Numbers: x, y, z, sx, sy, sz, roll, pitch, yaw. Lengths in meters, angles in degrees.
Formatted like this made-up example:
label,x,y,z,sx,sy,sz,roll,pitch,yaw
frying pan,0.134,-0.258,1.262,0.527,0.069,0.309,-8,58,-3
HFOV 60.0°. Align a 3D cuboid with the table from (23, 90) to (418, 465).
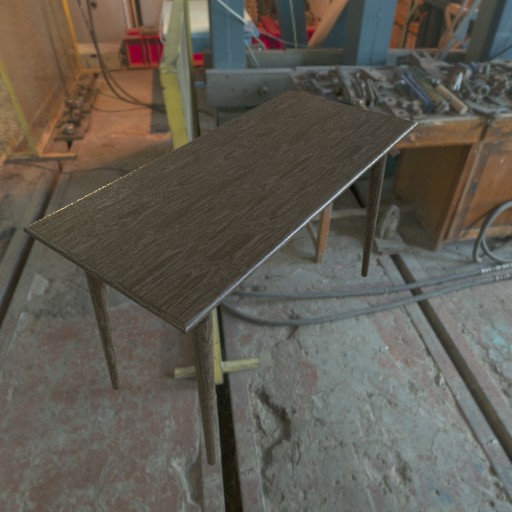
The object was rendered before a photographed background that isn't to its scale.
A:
label,x,y,z,sx,sy,sz,roll,pitch,yaw
table,0.000,0.000,1.703,0.599,0.780,1.300,25,46,27
